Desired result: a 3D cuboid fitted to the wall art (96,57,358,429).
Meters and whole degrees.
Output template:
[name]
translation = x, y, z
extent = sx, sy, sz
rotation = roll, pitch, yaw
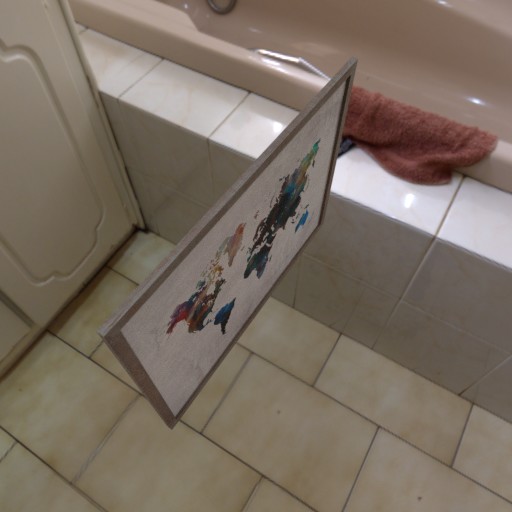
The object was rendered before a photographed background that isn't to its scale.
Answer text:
[wall art]
translation = 0.000, 0.000, 1.355
extent = 0.019, 0.774, 1.012
rotation = 29, 62, 18
